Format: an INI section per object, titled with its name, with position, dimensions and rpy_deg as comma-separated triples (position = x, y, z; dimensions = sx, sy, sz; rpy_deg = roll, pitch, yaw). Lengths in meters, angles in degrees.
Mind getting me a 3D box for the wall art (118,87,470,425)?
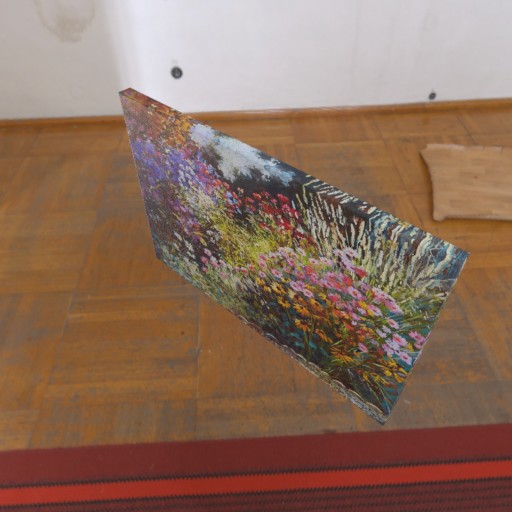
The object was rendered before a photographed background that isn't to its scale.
[wall art]
position = 0.000, 0.000, 1.144
dimensions = 0.908, 0.604, 0.037
rpy_deg = 33, 54, 28
